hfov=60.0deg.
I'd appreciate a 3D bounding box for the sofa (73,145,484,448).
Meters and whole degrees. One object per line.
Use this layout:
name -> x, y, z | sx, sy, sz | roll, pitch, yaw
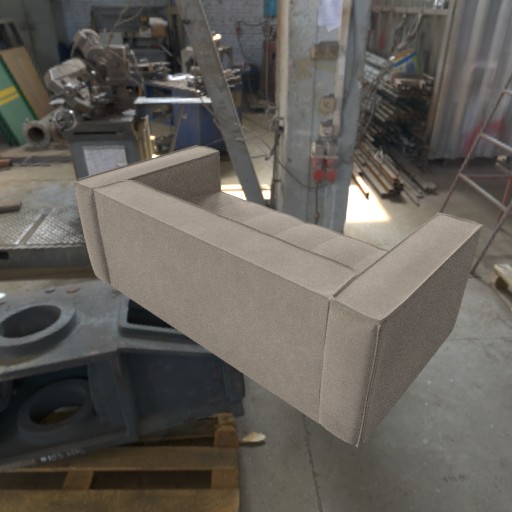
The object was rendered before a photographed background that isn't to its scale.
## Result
sofa -> 0.000, 0.000, 2.460 | 1.995, 0.680, 1.038 | 24, 38, 35
